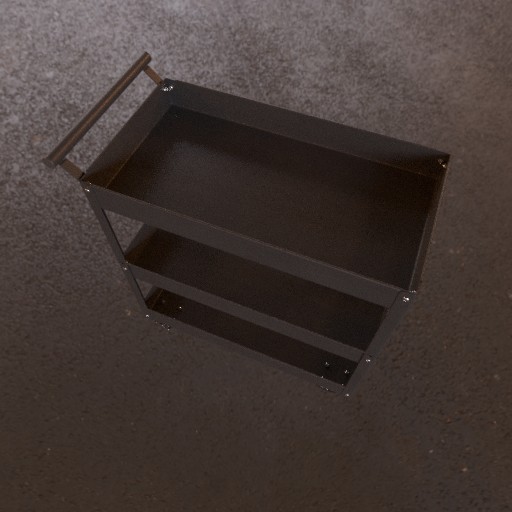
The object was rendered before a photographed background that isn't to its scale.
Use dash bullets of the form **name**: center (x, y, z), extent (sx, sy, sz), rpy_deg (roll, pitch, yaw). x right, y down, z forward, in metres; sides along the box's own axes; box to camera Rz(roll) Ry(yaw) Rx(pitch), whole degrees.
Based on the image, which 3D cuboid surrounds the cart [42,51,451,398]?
- **cart**: center (0.000, 0.000, 1.168), extent (0.719, 0.780, 0.366), rpy_deg (19, 59, 12)
